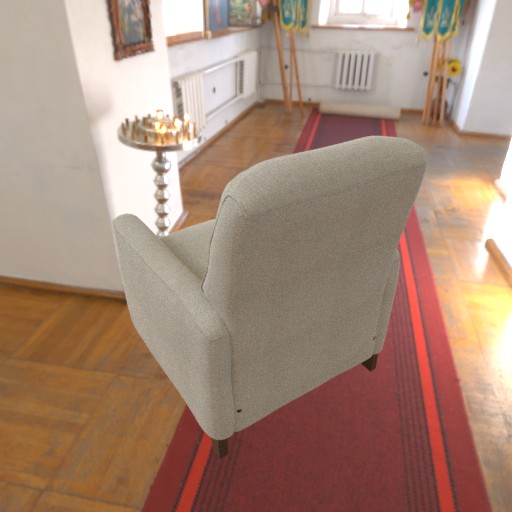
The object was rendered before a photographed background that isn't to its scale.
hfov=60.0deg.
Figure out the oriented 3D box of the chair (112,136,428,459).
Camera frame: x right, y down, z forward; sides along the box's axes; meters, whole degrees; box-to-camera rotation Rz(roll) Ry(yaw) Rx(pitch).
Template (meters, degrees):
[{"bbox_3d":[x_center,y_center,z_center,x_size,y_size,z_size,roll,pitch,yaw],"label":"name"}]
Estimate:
[{"bbox_3d":[0.000,0.000,1.644,0.850,1.006,0.853,-19,37,-28],"label":"chair"}]
